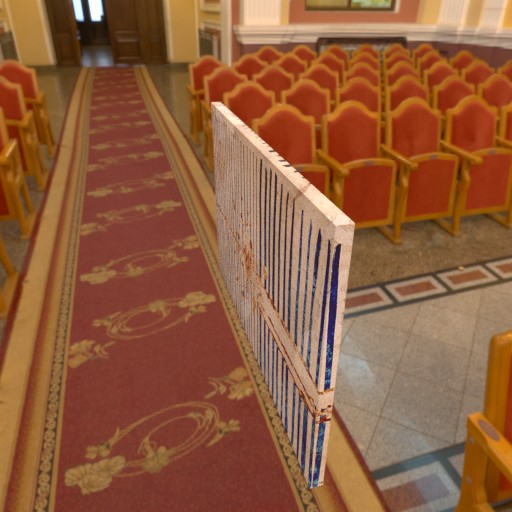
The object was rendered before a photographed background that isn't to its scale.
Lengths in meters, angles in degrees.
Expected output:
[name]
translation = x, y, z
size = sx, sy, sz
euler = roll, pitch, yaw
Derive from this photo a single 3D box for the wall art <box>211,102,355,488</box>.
[wall art]
translation = 0.000, 0.000, 1.160
size = 0.030, 0.609, 0.919
euler = -8, 31, -14
